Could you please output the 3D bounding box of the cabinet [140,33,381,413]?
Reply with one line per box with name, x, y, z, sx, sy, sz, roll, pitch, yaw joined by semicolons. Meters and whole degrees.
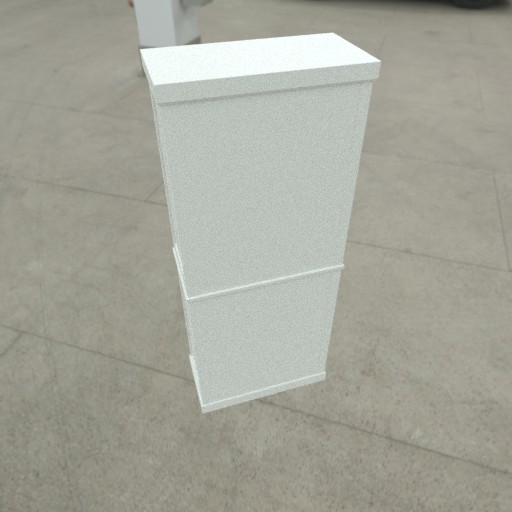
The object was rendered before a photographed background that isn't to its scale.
cabinet;0.000;0.000;2.125;0.754;1.829;0.390;-11;42;-13
